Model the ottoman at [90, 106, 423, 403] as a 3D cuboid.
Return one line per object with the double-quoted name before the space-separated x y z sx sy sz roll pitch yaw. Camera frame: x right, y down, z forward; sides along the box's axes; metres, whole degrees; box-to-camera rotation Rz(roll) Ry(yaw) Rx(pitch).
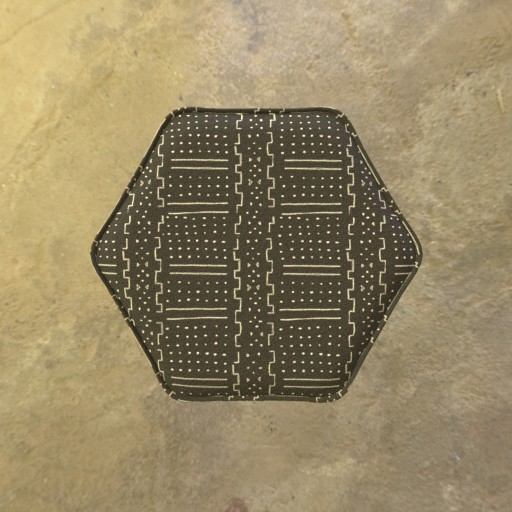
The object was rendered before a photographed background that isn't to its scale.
"ottoman" 0.000 0.000 0.884 0.494 0.502 0.443 0 90 0
